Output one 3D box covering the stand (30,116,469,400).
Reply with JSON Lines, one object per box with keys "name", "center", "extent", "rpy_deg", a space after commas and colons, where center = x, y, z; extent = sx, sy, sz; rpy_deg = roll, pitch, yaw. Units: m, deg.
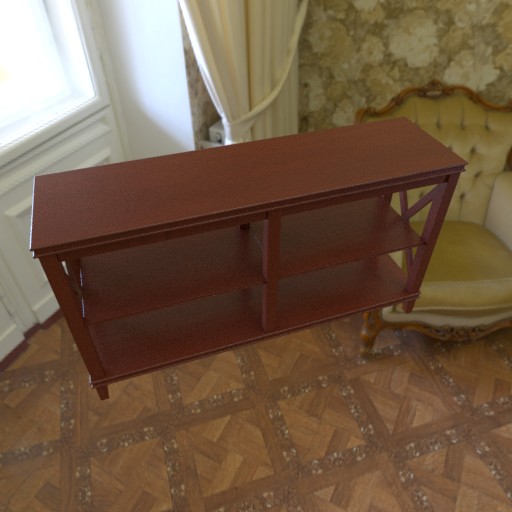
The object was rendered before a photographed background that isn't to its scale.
{"name": "stand", "center": [0.000, 0.000, 1.701], "extent": [1.372, 0.762, 0.381], "rpy_deg": [-13, 43, -14]}
